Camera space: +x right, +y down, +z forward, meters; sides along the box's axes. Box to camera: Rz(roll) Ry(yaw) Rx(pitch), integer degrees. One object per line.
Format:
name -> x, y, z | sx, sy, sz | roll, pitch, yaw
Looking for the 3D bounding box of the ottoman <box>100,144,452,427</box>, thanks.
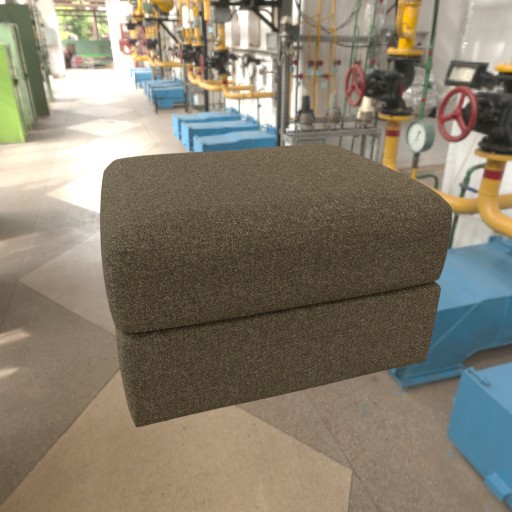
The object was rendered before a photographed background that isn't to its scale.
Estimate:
ottoman -> 0.000, 0.000, 1.153 | 0.742, 0.476, 0.598 | -8, 27, -16
